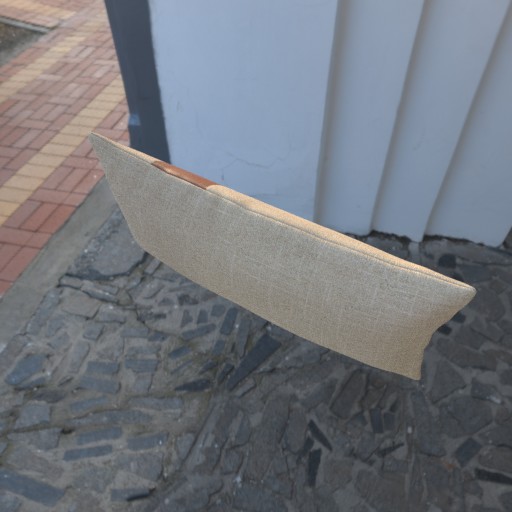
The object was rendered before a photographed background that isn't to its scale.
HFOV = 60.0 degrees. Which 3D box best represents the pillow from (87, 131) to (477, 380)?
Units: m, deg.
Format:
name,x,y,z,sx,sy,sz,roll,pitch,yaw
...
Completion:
name,x,y,z,sx,sy,sz,roll,pitch,yaw
pillow,0.000,0.000,0.721,0.612,0.282,0.155,25,52,21
